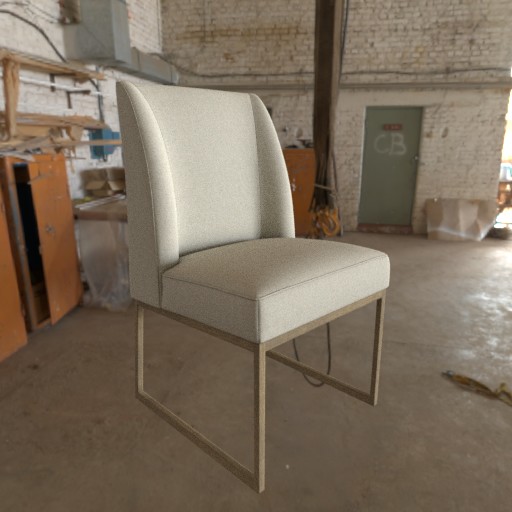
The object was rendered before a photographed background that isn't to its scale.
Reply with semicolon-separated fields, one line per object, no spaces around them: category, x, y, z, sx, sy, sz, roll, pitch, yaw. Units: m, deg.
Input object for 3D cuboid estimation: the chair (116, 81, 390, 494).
chair;0.000;0.000;1.160;0.508;0.863;0.522;-14;20;-43
